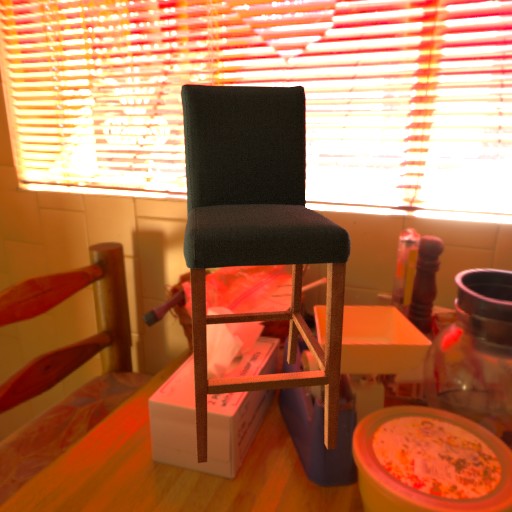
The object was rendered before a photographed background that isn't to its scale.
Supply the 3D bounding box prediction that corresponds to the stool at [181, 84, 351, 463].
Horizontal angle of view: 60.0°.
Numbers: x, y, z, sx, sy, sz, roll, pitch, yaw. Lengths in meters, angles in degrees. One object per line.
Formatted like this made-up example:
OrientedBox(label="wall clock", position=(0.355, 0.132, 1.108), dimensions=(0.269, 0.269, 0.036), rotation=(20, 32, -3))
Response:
OrientedBox(label="stool", position=(0.000, 0.000, 1.436), dimensions=(0.454, 1.088, 0.574), rotation=(-2, 16, -8))
